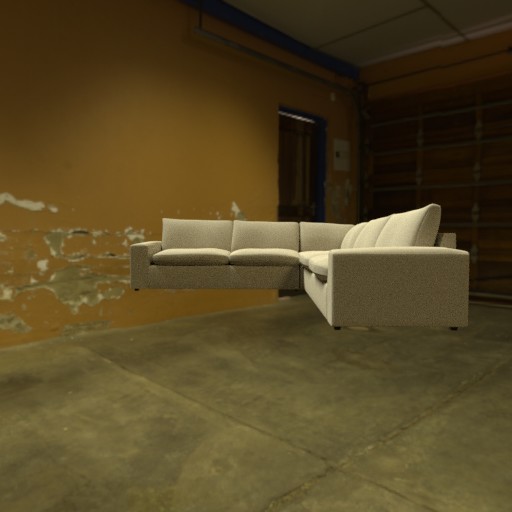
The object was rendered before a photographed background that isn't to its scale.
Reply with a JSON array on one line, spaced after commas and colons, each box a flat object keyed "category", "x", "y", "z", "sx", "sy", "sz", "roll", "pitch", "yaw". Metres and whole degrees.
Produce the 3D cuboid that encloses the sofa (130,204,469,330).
[{"category": "sofa", "x": 0.000, "y": 0.000, "z": 4.739, "sx": 3.066, "sy": 0.918, "sz": 3.206, "roll": 0, "pitch": 3, "yaw": 1}]
